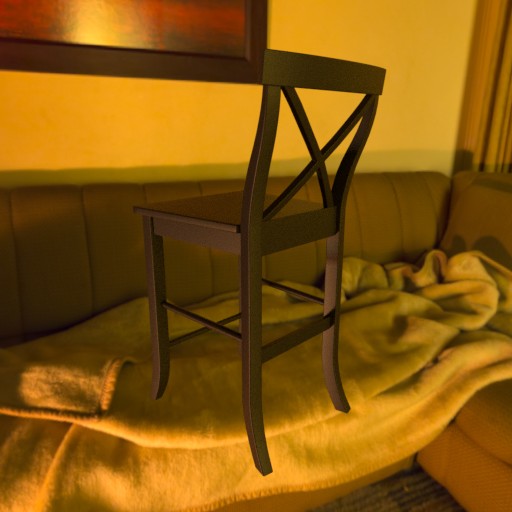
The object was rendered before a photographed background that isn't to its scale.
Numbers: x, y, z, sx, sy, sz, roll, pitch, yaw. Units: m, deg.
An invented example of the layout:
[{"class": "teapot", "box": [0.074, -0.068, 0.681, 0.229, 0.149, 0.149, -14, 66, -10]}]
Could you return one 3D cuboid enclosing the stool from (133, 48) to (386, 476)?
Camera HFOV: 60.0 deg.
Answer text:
[{"class": "stool", "box": [0.000, 0.000, 1.264, 0.559, 0.989, 0.452, 16, 23, 42]}]
